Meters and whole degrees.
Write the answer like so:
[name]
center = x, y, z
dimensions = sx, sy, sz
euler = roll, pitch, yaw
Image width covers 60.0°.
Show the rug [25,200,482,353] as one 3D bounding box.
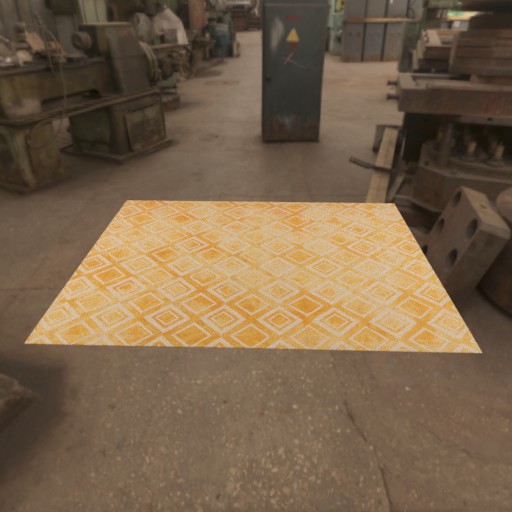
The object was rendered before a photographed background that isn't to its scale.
[rug]
center = 0.000, 0.000, 3.978
dimensions = 3.037, 0.011, 2.433
euler = 1, 30, 2
